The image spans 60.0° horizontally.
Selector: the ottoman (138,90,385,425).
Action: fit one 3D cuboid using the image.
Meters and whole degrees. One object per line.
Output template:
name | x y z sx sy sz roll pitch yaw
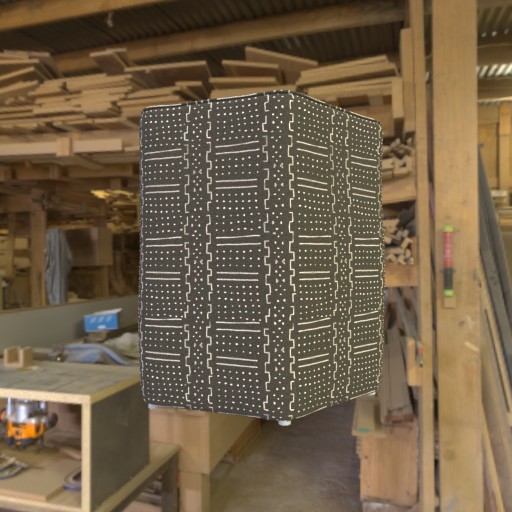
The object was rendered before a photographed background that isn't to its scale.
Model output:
ottoman | 0.000 0.000 0.883 0.494 0.502 0.443 0 0 19
